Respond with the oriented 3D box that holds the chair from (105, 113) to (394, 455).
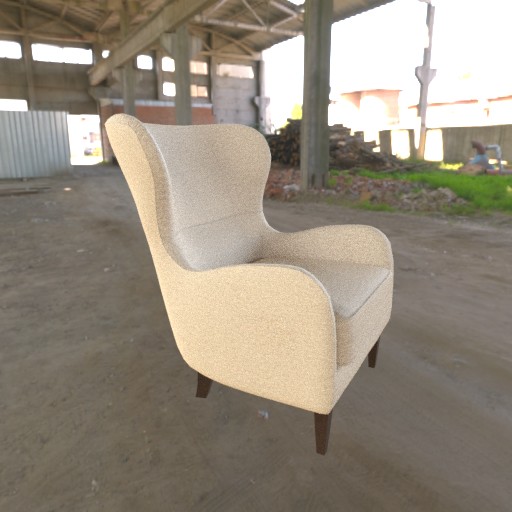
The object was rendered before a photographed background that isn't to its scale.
[{"bbox_3d":[0.000,0.000,1.774,0.984,1.064,0.861,7,15,27],"label":"chair"}]
